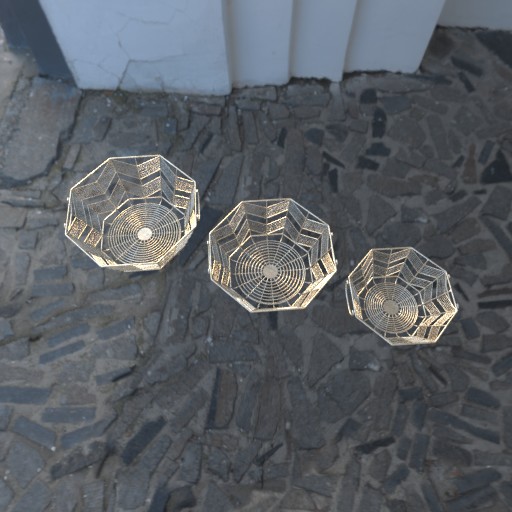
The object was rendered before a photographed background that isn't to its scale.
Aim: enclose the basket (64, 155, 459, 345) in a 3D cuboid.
[{"bbox_3d":[0.000,0.000,1.411,1.246,0.178,0.432,16,65,8],"label":"basket"}]
